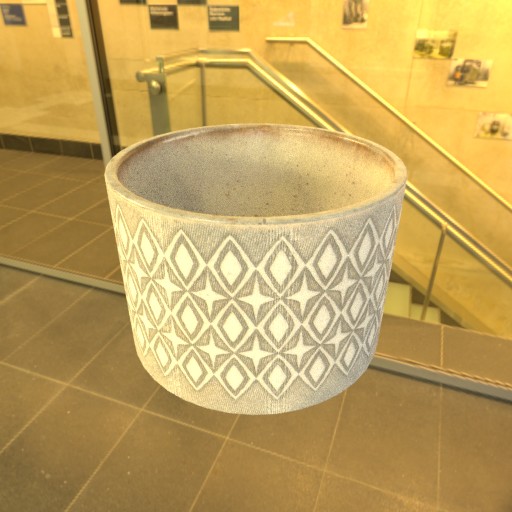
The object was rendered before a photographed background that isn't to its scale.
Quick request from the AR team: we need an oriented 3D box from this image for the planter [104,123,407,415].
[{"bbox_3d":[0.000,0.000,0.319,0.186,0.144,0.186,0,30,0],"label":"planter"}]
